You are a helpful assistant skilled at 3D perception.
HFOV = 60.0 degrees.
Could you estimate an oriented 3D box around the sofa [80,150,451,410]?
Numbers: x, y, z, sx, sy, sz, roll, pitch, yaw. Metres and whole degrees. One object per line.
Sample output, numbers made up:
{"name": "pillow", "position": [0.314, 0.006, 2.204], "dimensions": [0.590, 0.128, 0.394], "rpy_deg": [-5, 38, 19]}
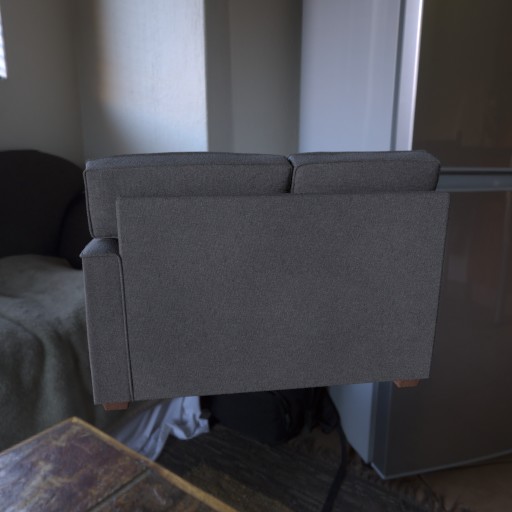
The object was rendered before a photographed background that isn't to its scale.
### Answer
{"name": "sofa", "position": [0.000, 0.000, 2.112], "dimensions": [1.388, 0.989, 0.991], "rpy_deg": [-2, 14, -8]}
